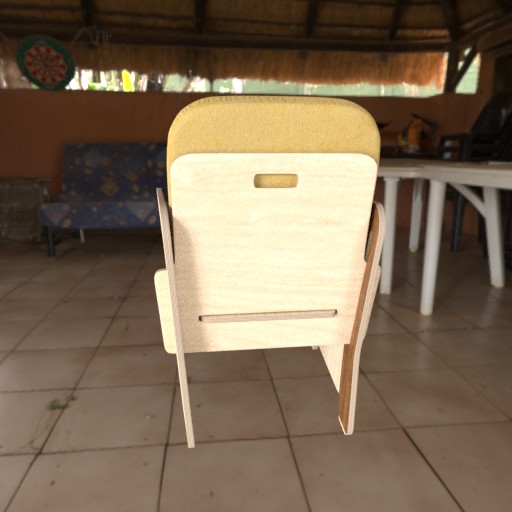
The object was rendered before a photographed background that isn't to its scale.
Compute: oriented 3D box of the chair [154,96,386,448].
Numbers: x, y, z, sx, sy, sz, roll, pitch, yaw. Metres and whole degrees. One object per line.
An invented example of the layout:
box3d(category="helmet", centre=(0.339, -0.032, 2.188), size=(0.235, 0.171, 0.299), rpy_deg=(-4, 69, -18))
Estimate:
box3d(category="chair", centre=(0.000, 0.000, 1.281), size=(0.590, 0.800, 0.710), rpy_deg=(-2, 13, -7))
